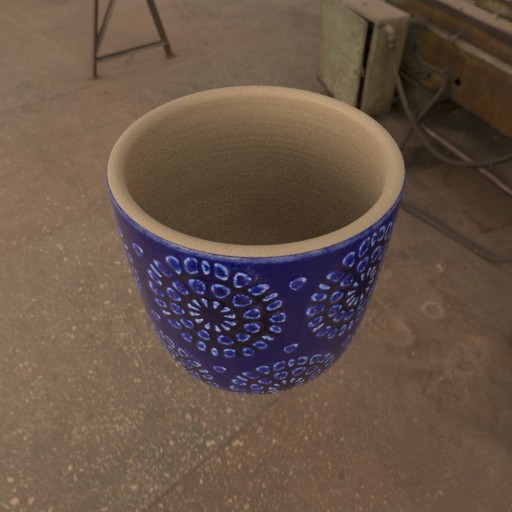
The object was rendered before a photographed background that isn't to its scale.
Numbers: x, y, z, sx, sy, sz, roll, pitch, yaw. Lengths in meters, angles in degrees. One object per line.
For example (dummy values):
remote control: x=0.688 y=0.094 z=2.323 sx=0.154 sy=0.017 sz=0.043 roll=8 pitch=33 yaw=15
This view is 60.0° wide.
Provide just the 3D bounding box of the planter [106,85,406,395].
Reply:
planter: x=0.000 y=0.000 z=0.203 sx=0.109 sy=0.112 sz=0.109 roll=0 pitch=46 yaw=0
